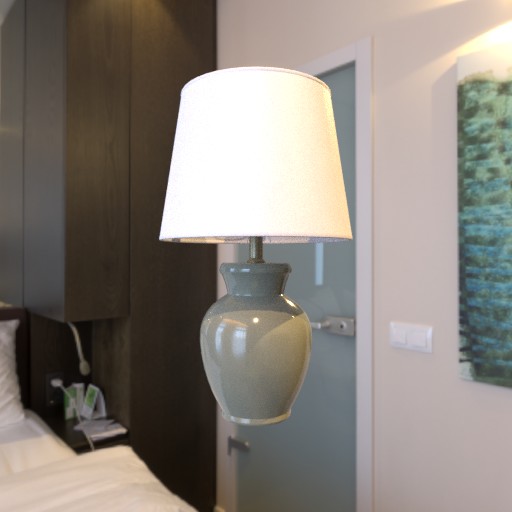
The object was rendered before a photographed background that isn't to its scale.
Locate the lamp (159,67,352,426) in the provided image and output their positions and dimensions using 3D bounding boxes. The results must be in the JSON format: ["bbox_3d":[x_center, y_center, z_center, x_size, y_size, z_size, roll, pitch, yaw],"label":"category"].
[{"bbox_3d":[0.000,0.000,0.561,0.239,0.399,0.239,0,0,0],"label":"lamp"}]
